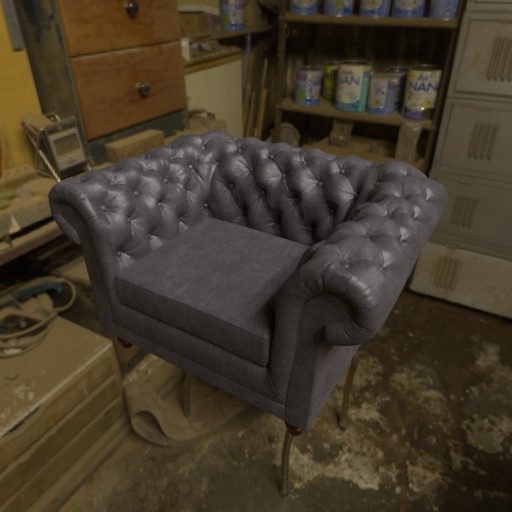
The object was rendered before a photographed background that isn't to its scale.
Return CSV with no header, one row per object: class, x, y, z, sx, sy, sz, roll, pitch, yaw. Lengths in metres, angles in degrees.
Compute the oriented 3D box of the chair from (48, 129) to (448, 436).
chair,0.000,0.000,1.853,1.298,0.780,0.943,18,36,27
